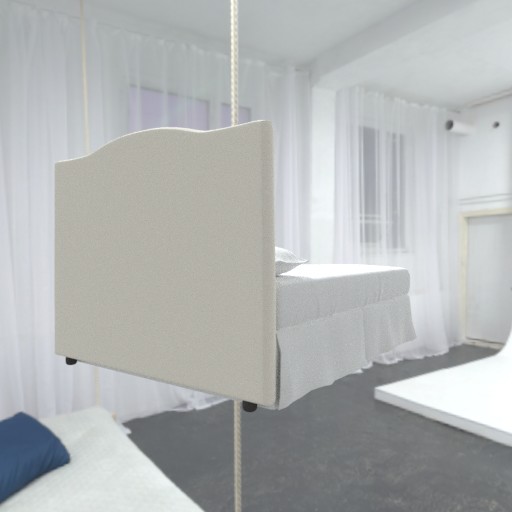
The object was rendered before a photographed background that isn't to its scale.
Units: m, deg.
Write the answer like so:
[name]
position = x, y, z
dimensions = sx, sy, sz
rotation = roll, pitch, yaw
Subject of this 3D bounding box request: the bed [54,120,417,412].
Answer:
[bed]
position = 0.000, 0.000, 3.407
dimensions = 1.821, 1.436, 2.282
rotation = 1, 1, 35
